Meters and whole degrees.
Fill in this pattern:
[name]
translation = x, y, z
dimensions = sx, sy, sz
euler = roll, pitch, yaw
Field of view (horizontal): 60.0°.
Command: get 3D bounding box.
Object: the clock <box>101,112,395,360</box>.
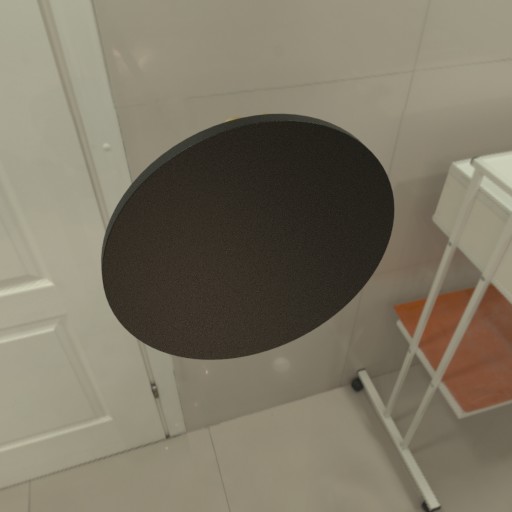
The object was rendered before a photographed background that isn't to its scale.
[clock]
translation = 0.000, 0.000, 0.687
dimensions = 0.454, 0.454, 0.038
euler = -12, 43, -13
